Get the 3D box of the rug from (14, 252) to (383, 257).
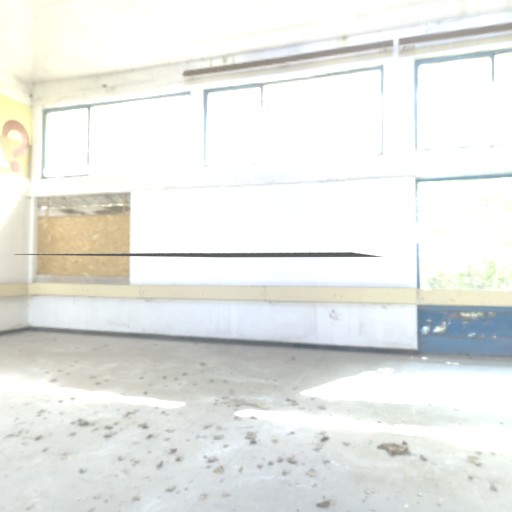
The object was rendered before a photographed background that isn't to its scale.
[{"bbox_3d":[0.000,0.000,2.944,1.524,0.005,2.439,0,-1,19],"label":"rug"}]
